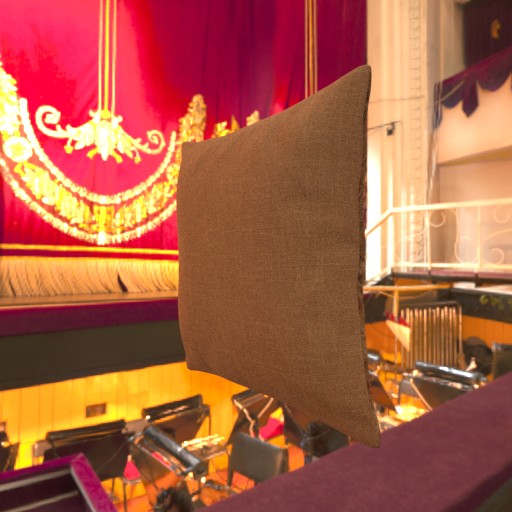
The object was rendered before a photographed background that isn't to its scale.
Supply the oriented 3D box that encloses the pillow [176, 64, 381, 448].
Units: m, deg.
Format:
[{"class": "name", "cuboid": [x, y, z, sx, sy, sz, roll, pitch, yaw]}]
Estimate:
[{"class": "pillow", "cuboid": [0.000, 0.000, 0.784, 0.166, 0.506, 0.523, 0, 0, -37]}]
